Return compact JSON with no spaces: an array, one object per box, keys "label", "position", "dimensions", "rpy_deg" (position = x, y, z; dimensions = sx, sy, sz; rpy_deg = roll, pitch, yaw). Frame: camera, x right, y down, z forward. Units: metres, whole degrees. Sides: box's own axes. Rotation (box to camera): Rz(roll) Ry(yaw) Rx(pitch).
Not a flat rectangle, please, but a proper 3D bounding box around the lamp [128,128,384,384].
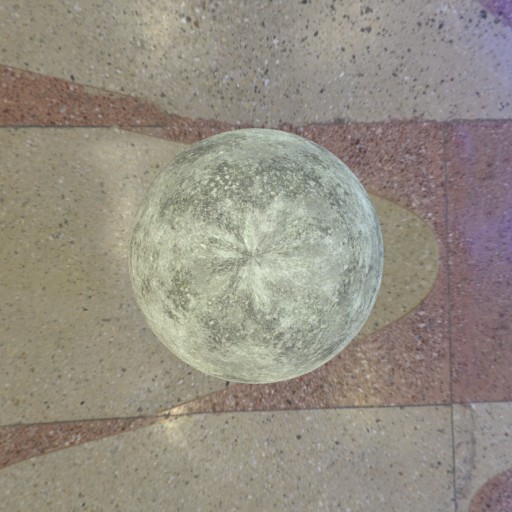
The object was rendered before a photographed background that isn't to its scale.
[{"label":"lamp","position":[0.000,0.000,0.762],"dimensions":[0.422,0.429,0.422],"rpy_deg":[0,91,1]}]
